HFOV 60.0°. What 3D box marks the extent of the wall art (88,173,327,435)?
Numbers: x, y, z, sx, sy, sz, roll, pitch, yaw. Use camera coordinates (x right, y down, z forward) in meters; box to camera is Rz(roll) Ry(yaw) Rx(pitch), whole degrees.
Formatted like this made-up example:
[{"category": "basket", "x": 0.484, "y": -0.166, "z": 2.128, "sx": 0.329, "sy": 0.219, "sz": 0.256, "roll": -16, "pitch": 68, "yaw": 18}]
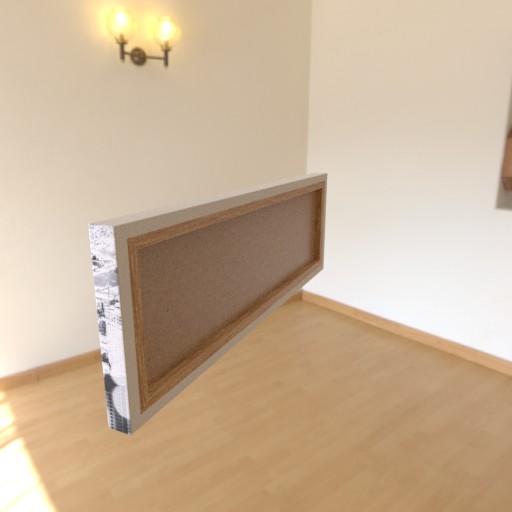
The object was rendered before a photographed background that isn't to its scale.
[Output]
[{"category": "wall art", "x": 0.000, "y": 0.000, "z": 0.836, "sx": 0.038, "sy": 0.255, "sz": 0.763, "roll": 7, "pitch": 17, "yaw": 25}]
